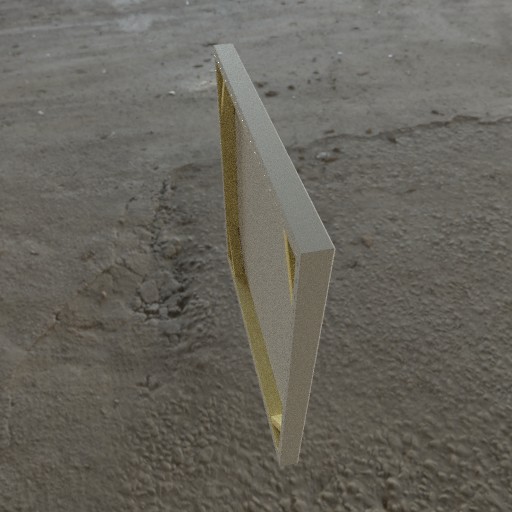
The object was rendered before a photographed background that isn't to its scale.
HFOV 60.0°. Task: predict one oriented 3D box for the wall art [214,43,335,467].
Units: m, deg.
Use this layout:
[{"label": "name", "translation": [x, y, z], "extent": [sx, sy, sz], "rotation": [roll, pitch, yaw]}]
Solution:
[{"label": "wall art", "translation": [0.000, 0.000, 0.897], "extent": [0.038, 0.610, 0.610], "rotation": [-9, 46, -9]}]
